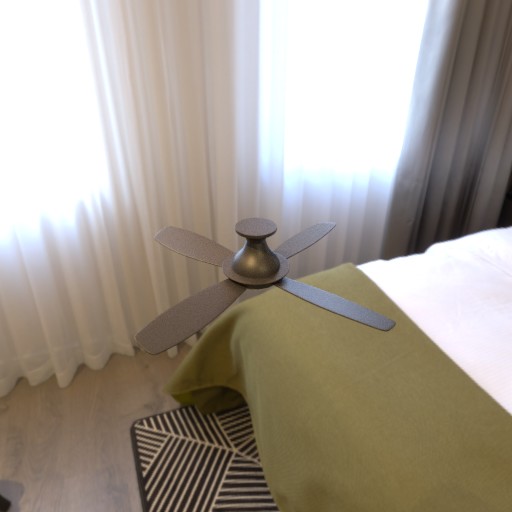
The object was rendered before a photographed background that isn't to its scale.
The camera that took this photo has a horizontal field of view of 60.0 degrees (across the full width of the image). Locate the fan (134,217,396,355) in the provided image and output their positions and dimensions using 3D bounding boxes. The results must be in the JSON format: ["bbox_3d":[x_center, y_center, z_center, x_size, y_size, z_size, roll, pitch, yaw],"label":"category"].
[{"bbox_3d":[0.000,0.000,2.560,1.694,0.382,1.694,21,36,33],"label":"fan"}]
